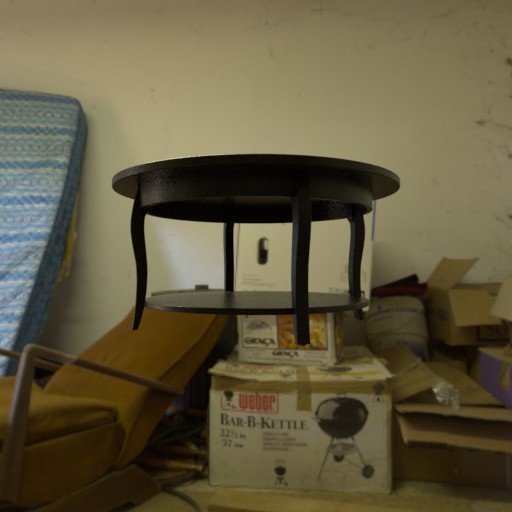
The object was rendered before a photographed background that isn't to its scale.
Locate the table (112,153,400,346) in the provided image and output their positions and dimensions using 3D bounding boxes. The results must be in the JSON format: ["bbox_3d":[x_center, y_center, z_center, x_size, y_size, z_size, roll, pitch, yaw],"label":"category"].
[{"bbox_3d":[0.000,0.000,1.474,0.914,0.457,0.914,0,-1,0],"label":"table"}]
